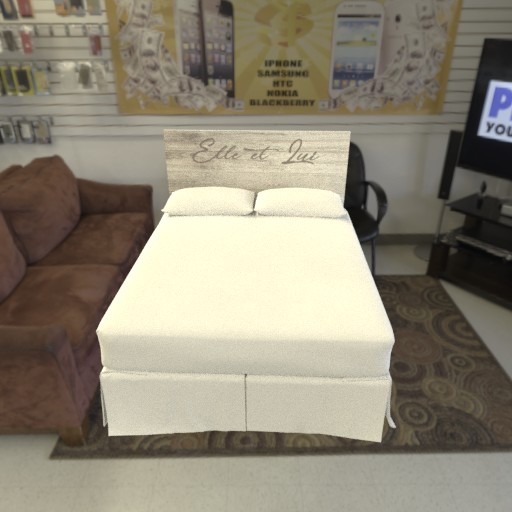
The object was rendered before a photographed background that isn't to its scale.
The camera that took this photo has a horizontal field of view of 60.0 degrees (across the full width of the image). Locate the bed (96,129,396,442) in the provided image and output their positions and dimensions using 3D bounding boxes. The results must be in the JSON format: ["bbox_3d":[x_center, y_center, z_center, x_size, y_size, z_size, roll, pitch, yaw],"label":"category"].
[{"bbox_3d":[0.000,0.000,3.180,1.745,1.335,2.094,1,28,2],"label":"bed"}]
